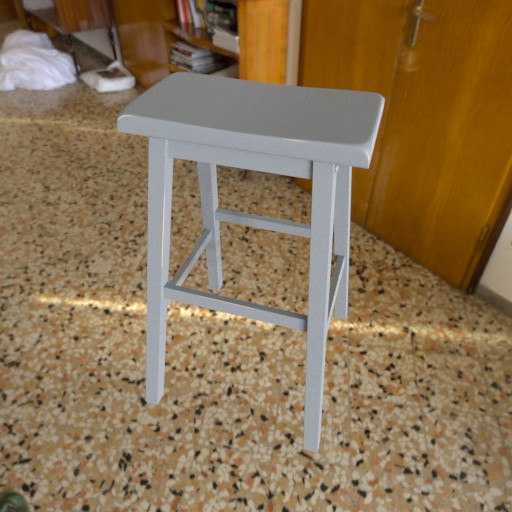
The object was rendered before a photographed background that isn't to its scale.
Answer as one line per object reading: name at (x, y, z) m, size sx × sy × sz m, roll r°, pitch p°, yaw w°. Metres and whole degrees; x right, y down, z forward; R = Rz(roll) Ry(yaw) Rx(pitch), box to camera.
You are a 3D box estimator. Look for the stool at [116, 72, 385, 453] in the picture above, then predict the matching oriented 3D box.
stool at (0.000, 0.000, 1.048) m, size 0.457 × 0.737 × 0.476 m, roll 12°, pitch 42°, yaw 13°
